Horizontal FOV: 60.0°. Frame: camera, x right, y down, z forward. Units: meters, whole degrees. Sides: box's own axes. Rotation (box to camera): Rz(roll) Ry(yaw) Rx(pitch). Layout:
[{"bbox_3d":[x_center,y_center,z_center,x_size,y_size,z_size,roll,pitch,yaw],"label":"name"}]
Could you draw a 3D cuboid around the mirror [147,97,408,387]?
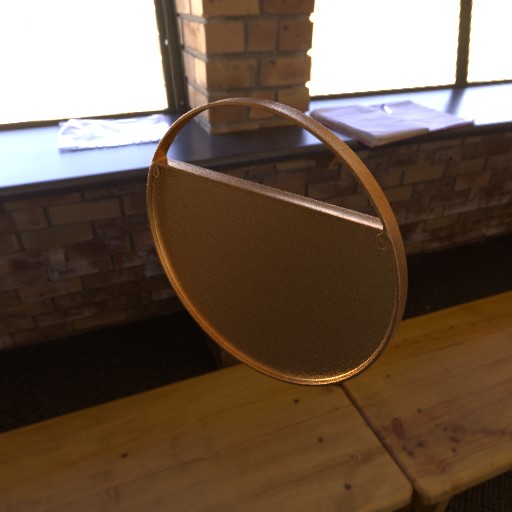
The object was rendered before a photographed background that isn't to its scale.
[{"bbox_3d":[0.000,0.000,0.835,0.565,0.565,0.032,21,37,31],"label":"mirror"}]
